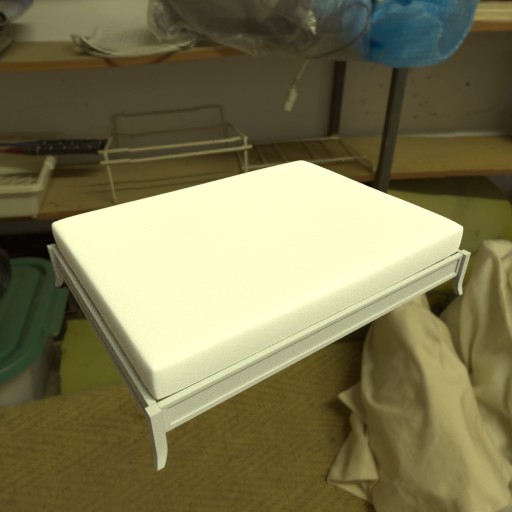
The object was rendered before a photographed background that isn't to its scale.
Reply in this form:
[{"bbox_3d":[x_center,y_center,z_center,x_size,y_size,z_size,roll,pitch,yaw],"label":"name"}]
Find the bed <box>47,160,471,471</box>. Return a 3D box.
[{"bbox_3d":[0.000,0.000,2.746,2.108,0.510,1.604,-20,37,-29],"label":"bed"}]
